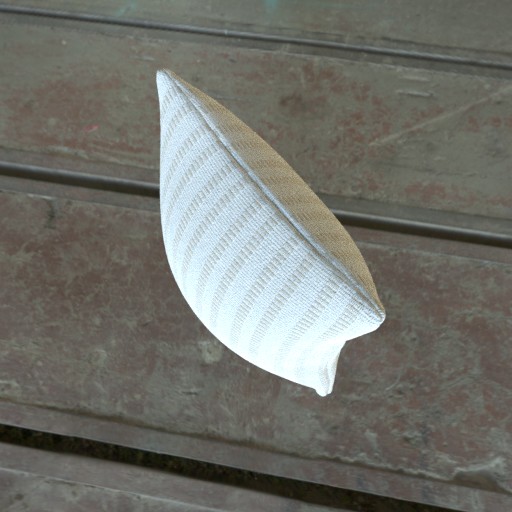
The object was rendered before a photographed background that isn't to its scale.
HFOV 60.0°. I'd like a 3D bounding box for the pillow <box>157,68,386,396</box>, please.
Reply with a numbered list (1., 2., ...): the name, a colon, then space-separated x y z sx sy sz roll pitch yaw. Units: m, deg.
1. pillow: 0.000 0.000 0.693 0.247 0.419 0.438 -33 68 -15
